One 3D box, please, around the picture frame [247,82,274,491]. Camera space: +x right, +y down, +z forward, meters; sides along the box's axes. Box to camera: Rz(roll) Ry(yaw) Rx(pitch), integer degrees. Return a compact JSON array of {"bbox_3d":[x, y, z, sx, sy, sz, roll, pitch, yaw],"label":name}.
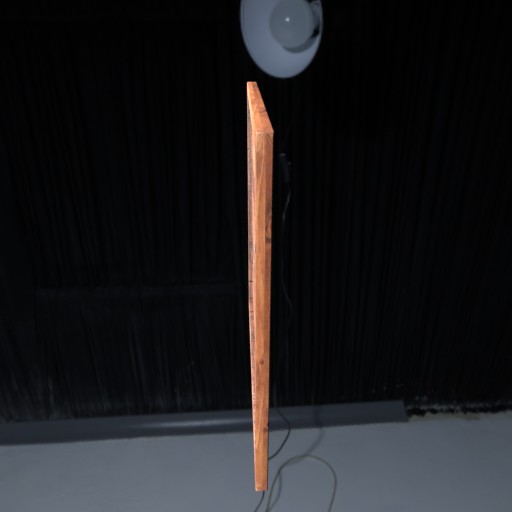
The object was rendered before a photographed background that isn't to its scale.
[{"bbox_3d":[0.000,0.000,1.209,0.029,0.817,0.810,-1,26,-2],"label":"picture frame"}]
